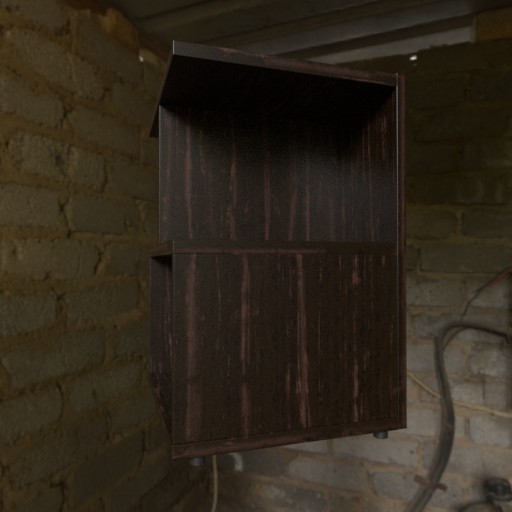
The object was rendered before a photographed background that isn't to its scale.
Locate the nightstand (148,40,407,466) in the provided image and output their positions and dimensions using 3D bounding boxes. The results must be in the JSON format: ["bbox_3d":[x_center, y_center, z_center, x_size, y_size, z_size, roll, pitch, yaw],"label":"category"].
[{"bbox_3d":[0.000,0.000,0.816,0.356,0.559,0.400,0,-1,-18],"label":"nightstand"}]
